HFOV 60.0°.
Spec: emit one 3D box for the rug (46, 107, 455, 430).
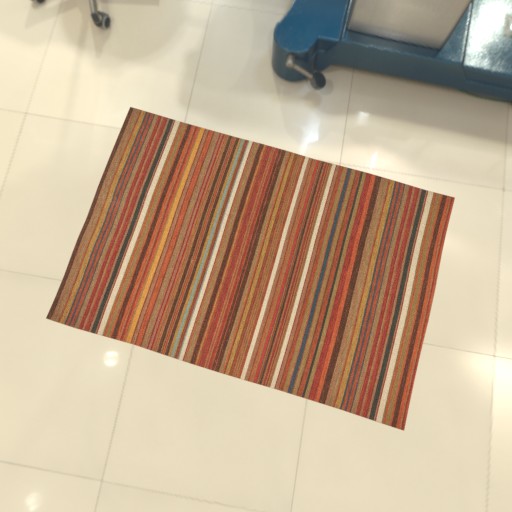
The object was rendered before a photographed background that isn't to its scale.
[{"bbox_3d":[0.000,0.000,2.271,1.828,0.007,1.217,16,78,4],"label":"rug"}]
